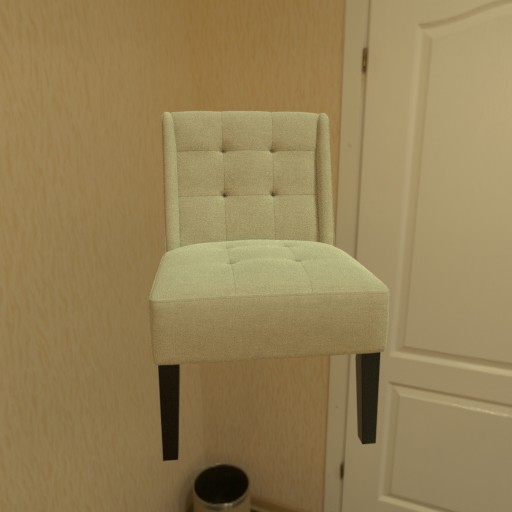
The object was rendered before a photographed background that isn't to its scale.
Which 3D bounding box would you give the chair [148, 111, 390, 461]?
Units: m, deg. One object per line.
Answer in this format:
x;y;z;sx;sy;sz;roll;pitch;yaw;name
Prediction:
0.000;0.000;1.313;0.569;0.853;0.676;-2;15;-7;chair
